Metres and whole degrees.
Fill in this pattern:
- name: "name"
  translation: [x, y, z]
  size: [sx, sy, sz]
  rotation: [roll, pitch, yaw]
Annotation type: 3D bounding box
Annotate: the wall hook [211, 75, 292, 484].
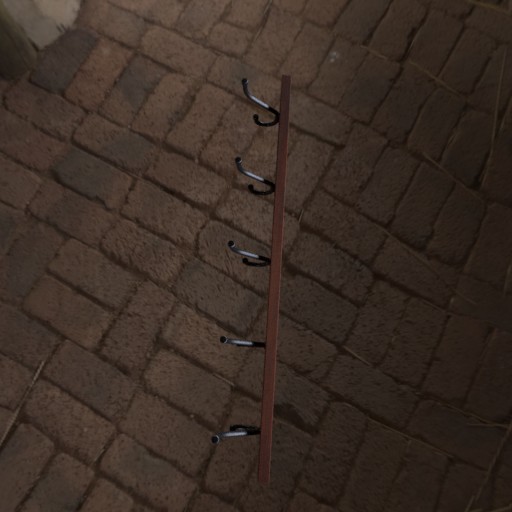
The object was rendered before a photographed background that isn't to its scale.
- name: "wall hook"
  translation: [0.000, 0.000, 0.611]
  size: [0.071, 0.117, 0.571]
  rotation: [4, 77, 1]
